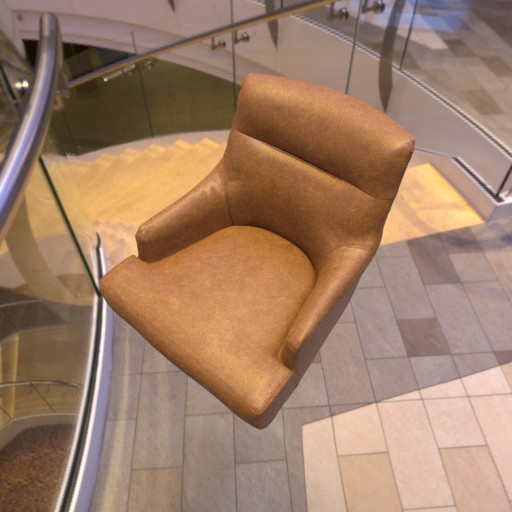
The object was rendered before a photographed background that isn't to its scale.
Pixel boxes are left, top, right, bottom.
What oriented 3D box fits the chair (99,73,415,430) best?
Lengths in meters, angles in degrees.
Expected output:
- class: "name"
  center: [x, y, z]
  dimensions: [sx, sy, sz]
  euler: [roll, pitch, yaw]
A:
- class: "chair"
  center: [0.000, 0.000, 1.532]
  dimensions: [0.729, 0.869, 0.874]
  euler: [32, 56, 25]
